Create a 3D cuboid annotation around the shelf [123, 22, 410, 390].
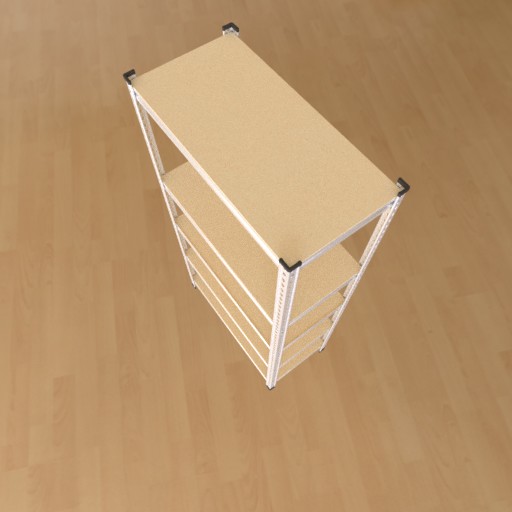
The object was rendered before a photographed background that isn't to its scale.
[{"bbox_3d":[0.000,0.000,2.216,0.457,1.829,0.914,-33,68,-15],"label":"shelf"}]
